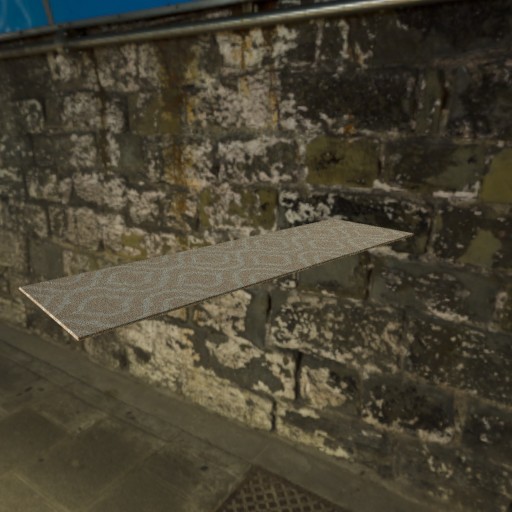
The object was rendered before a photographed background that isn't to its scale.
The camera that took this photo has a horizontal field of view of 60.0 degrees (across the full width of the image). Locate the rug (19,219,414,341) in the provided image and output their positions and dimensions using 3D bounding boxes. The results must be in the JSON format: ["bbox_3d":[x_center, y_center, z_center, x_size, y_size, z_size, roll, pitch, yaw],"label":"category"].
[{"bbox_3d":[0.000,0.000,2.509,2.289,0.013,0.691,-14,22,-40],"label":"rug"}]
